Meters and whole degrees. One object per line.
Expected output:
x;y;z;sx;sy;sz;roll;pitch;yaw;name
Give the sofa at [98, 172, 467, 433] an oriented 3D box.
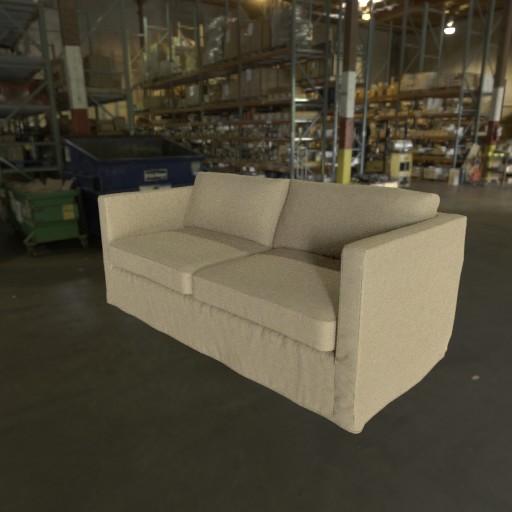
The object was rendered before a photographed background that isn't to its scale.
0.000;0.000;2.518;1.959;0.835;0.962;15;21;43;sofa
